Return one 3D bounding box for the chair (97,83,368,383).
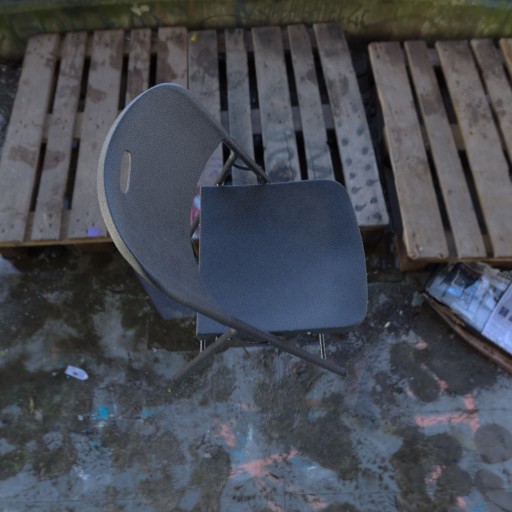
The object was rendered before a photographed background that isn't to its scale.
[{"bbox_3d":[0.000,0.000,1.154,0.567,0.810,0.494,-2,64,-1],"label":"chair"}]
